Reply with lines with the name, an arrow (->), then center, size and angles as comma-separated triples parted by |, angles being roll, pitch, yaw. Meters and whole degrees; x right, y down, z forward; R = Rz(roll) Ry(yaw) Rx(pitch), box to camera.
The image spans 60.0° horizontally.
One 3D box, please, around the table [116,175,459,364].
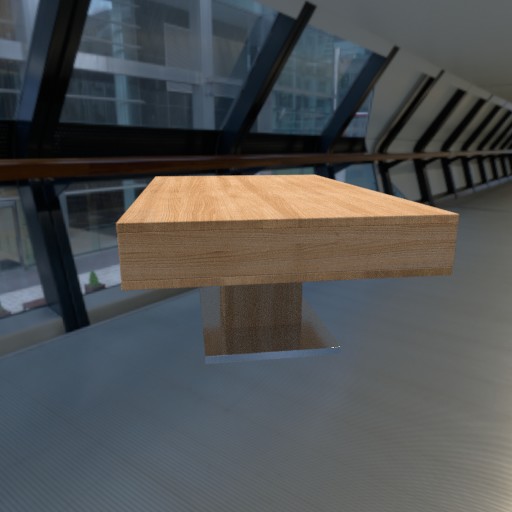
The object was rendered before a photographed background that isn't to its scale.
table -> 0.000, 0.000, 1.464 | 0.700, 0.440, 1.100 | -2, 15, -8
